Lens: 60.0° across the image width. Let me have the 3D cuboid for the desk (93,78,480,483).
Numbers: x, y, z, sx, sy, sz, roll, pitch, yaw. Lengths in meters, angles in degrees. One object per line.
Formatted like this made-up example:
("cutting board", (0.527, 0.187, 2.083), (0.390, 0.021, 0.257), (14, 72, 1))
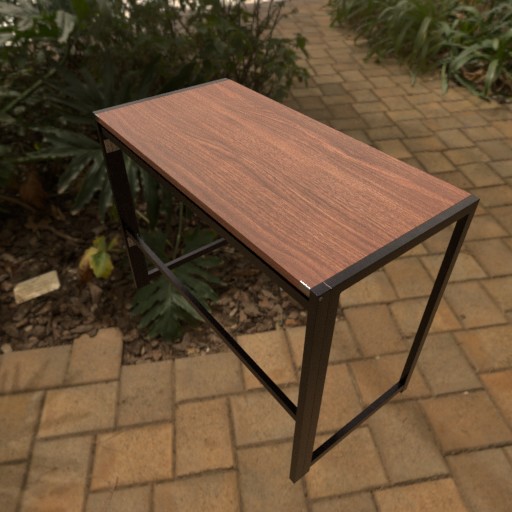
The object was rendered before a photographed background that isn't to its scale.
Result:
("desk", (0.000, 0.000, 1.440), (0.508, 0.762, 1.016), (-27, 47, -28))
